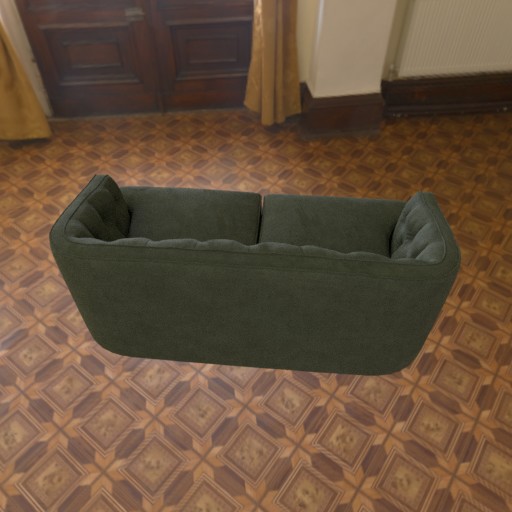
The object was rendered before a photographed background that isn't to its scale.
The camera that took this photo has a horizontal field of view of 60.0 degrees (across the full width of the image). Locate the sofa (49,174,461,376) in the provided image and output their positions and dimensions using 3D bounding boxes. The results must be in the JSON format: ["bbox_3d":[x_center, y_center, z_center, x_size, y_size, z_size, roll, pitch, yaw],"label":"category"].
[{"bbox_3d":[0.000,0.000,2.253,1.733,0.855,0.941,4,46,3],"label":"sofa"}]
